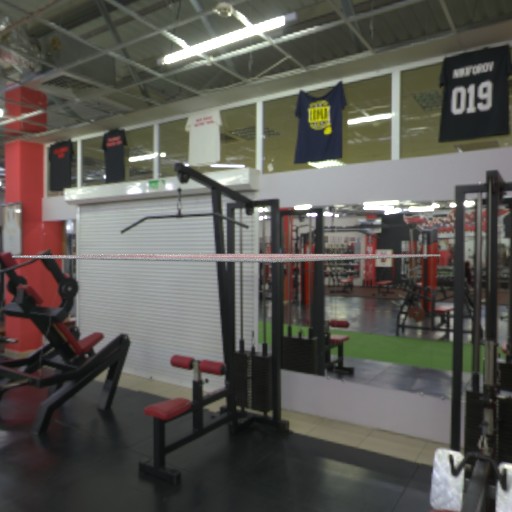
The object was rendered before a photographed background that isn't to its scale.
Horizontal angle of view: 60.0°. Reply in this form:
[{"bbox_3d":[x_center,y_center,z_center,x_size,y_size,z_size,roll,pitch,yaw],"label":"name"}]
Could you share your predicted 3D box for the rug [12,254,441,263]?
[{"bbox_3d":[0.000,0.000,3.996,2.447,0.017,3.123,0,1,36],"label":"rug"}]
